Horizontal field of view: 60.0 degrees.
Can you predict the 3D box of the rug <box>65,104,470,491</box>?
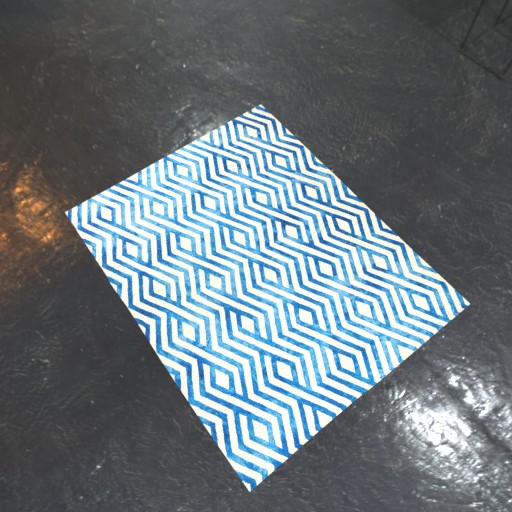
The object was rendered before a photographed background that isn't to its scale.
[{"bbox_3d":[0.000,0.000,4.158,2.453,0.008,3.059,-34,67,-16],"label":"rug"}]
